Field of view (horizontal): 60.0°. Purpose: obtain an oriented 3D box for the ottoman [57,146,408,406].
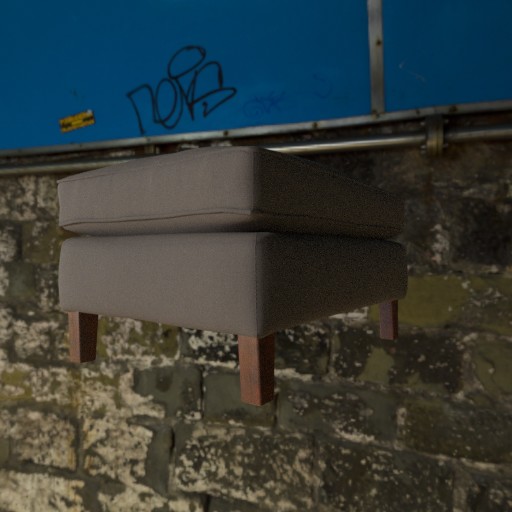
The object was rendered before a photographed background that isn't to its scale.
[{"bbox_3d":[0.000,0.000,0.979,0.508,0.406,0.686,0,0,35],"label":"ottoman"}]
